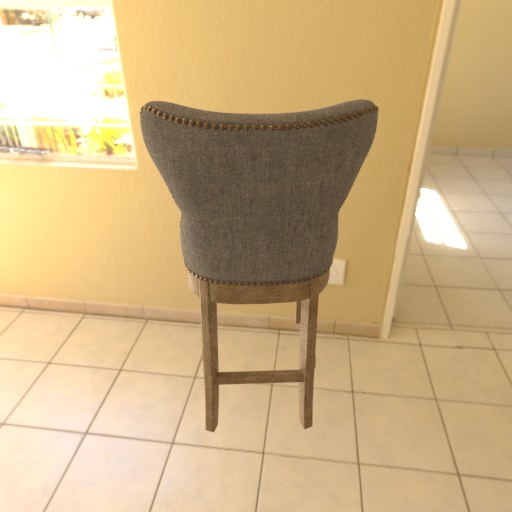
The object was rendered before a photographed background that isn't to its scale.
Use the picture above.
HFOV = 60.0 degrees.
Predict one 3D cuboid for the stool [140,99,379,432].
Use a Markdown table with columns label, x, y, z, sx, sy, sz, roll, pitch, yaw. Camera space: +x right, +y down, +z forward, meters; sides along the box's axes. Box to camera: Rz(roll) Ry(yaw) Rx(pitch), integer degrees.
| label | x | y | z | sx | sy | sz | roll | pitch | yaw |
| --- | --- | --- | --- | --- | --- | --- | --- | --- | --- |
| stool | 0.000 | 0.000 | 1.325 | 0.498 | 0.981 | 0.608 | -1 | 31 | -2 |
